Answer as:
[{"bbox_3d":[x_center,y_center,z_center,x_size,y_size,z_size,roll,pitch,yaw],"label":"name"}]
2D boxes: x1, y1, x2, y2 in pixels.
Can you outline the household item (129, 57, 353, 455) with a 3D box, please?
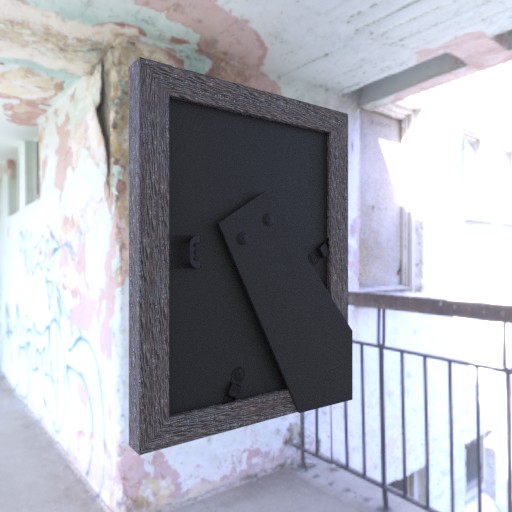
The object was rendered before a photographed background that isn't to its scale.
[{"bbox_3d":[0.000,0.000,0.285,0.160,0.210,0.020,0,0,-36],"label":"household item"}]
